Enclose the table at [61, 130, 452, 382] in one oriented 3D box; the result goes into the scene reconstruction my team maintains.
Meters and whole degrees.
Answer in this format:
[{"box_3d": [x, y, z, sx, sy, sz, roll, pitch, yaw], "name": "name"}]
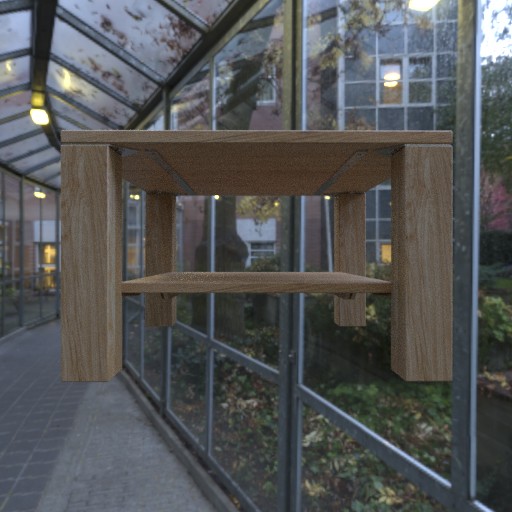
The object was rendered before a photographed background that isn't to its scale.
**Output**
[{"box_3d": [0.000, 0.000, 1.141, 0.700, 0.450, 0.700, 0, 0, 0], "name": "table"}]
